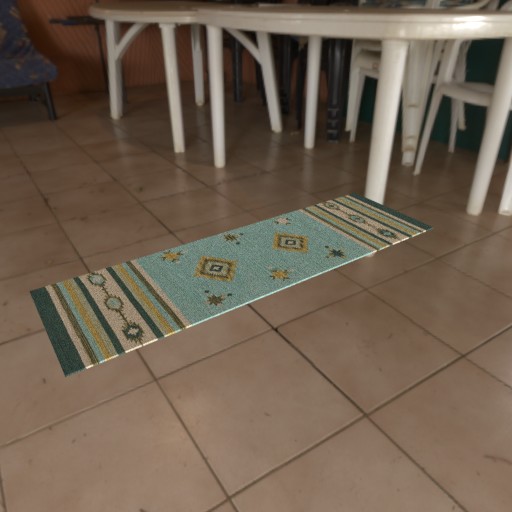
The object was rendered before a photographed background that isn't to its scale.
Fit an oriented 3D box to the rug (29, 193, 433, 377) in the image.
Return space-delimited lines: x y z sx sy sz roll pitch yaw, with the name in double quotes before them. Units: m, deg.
"rug" 0.000 0.000 2.712 2.441 0.010 0.744 -19 35 -29
